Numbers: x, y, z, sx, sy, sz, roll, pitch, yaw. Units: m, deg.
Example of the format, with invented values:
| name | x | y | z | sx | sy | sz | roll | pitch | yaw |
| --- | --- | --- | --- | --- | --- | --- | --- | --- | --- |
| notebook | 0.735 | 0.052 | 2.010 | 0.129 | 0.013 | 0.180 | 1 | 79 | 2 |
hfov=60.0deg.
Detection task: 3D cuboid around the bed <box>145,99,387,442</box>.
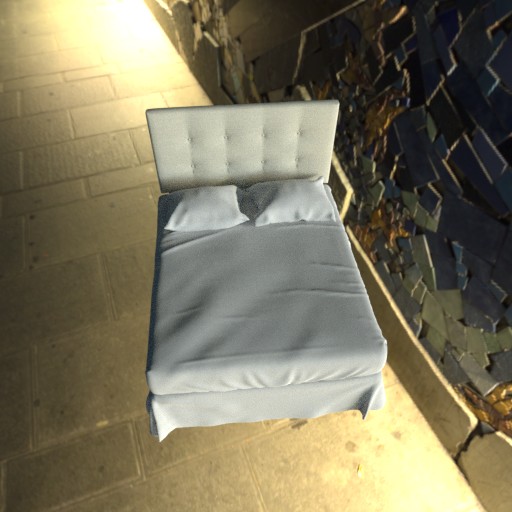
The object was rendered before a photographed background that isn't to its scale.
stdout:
| name | x | y | z | sx | sy | sz | roll | pitch | yaw |
| --- | --- | --- | --- | --- | --- | --- | --- | --- | --- |
| bed | 0.000 | 0.000 | 3.584 | 1.936 | 1.577 | 2.222 | -4 | 47 | -4 |
